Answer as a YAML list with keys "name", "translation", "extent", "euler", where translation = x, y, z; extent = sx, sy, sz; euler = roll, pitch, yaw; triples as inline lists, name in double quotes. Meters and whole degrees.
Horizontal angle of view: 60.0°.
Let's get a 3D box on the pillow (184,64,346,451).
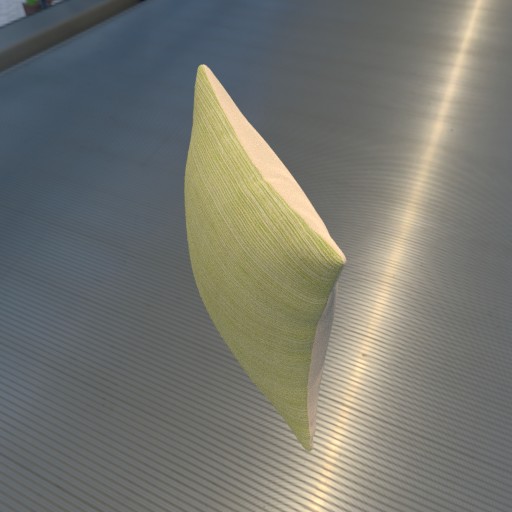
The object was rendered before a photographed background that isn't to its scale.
- name: "pillow"
  translation: [0.000, 0.000, 0.808]
  extent: [0.229, 0.487, 0.560]
  euler: [-16, 49, -14]
